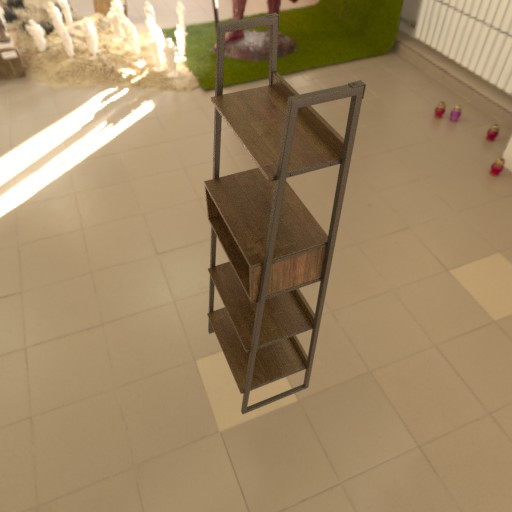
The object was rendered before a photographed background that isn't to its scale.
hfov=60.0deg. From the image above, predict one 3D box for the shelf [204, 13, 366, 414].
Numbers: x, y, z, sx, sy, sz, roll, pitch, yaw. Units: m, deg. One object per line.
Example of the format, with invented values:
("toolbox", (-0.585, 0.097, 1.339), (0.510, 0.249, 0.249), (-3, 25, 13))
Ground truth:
("shelf", (0.000, 0.000, 2.227), (0.454, 2.005, 0.652), (-17, 50, -15))
